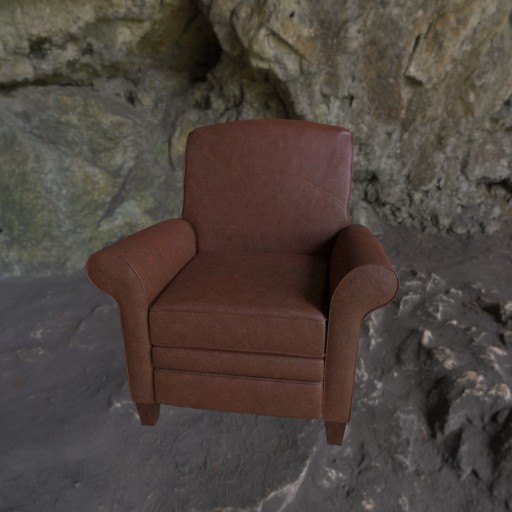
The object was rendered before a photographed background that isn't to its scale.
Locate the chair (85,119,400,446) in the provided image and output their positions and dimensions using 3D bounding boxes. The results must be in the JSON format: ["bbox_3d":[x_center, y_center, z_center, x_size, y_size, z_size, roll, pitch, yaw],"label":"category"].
[{"bbox_3d":[0.000,0.000,1.781,0.978,1.061,0.902,3,17,8],"label":"chair"}]
